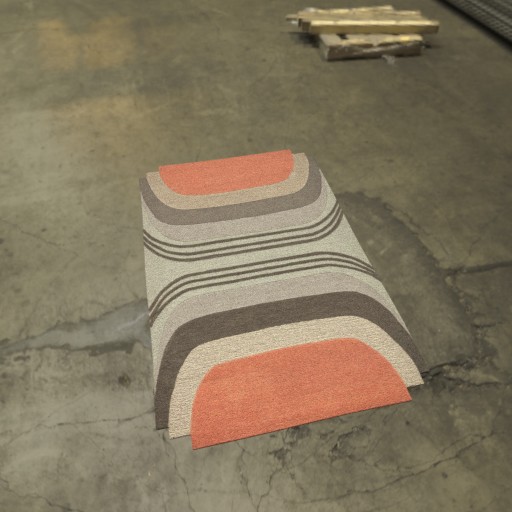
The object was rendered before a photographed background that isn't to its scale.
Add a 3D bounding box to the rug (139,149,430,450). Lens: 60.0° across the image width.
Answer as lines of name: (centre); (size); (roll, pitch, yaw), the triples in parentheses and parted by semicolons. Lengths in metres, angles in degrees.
rug: (0.000, 0.000, 3.106); (1.530, 0.017, 2.446); (-9, 47, -9)
